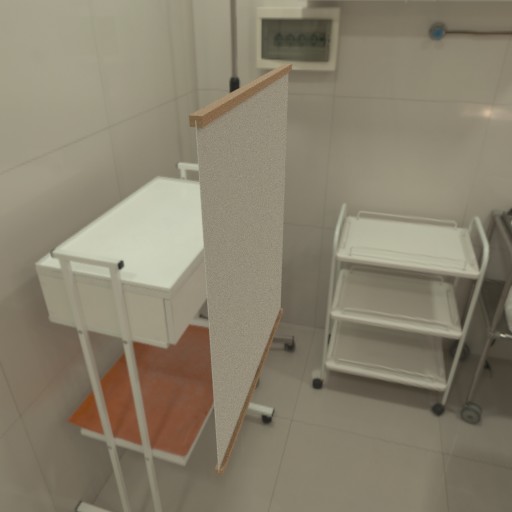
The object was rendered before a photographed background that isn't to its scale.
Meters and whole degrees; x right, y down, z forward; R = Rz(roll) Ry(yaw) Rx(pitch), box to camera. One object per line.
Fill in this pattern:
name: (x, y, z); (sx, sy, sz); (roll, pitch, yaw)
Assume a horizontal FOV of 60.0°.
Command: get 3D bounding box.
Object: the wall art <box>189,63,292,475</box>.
wall art: (0.000, 0.000, 0.688); (0.012, 0.508, 0.405); (8, 31, 13)
